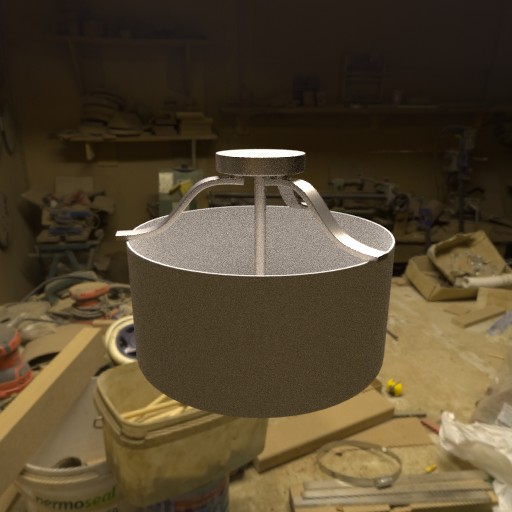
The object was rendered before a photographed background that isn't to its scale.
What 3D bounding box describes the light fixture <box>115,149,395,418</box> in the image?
[{"bbox_3d":[0.000,0.000,0.665,0.395,0.304,0.395,0,18,0],"label":"light fixture"}]
